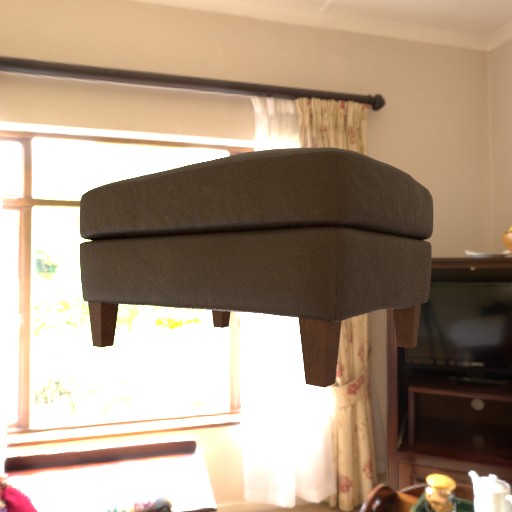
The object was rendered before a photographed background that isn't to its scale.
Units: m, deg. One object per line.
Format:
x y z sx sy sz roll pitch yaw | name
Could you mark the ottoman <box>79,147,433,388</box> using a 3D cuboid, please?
0.000 0.000 1.307 0.887 0.529 0.659 -1 -2 36 | ottoman
